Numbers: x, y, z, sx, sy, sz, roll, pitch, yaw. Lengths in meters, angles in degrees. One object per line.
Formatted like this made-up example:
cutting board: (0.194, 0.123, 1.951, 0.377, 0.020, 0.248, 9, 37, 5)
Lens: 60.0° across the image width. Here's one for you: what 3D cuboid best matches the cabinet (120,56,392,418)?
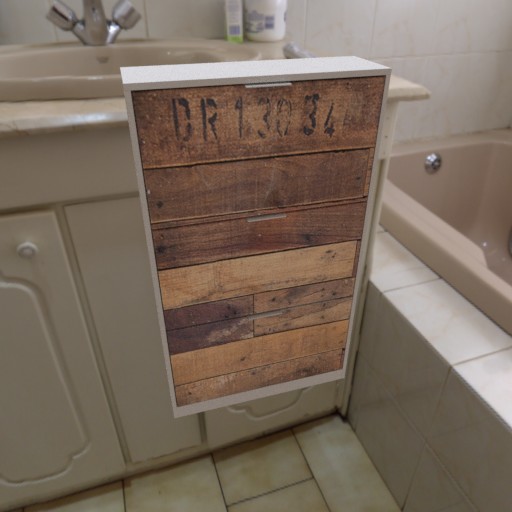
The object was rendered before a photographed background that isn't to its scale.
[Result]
cabinet: (0.000, 0.000, 1.618, 0.750, 1.280, 0.250, -9, 34, -14)
